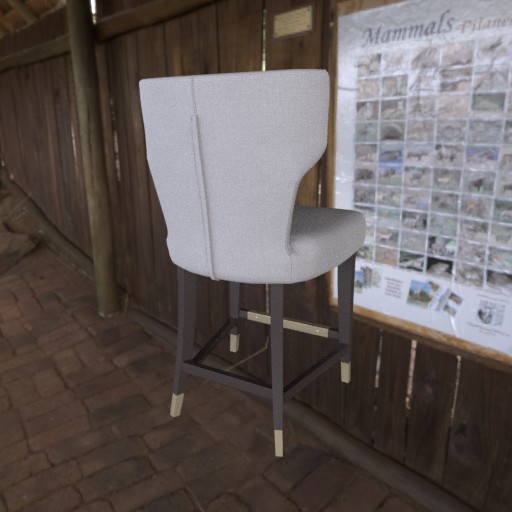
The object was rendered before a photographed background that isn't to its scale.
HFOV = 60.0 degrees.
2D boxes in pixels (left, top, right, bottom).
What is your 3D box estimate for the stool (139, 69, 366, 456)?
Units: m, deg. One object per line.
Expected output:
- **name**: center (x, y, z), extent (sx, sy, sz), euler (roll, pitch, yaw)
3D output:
- **stool**: center (0.000, 0.000, 1.327), extent (0.527, 0.982, 0.563), euler (9, 18, 27)
